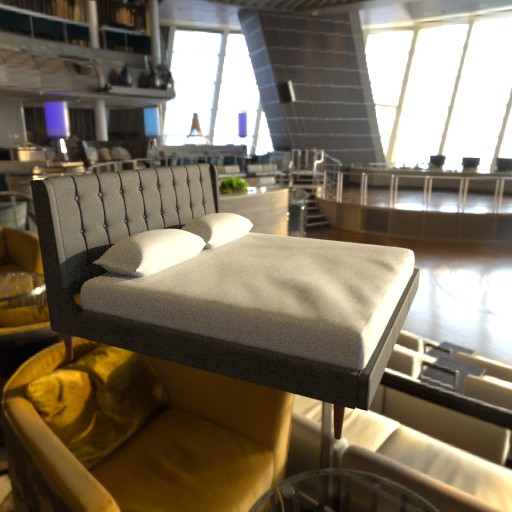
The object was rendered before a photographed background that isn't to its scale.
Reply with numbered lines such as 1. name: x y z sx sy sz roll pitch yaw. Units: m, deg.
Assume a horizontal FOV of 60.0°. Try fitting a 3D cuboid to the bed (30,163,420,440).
1. bed: 0.000 0.000 2.521 1.638 0.933 1.531 7 17 25
